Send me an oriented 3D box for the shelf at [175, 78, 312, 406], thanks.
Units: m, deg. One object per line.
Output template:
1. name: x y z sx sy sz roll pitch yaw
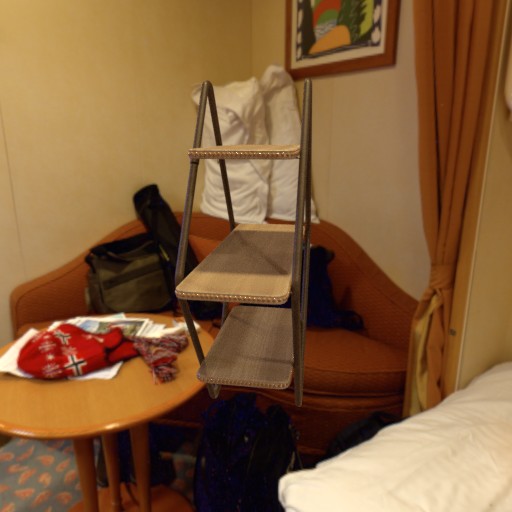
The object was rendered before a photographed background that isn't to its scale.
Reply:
1. shelf: 0.000 0.000 1.036 0.234 0.774 0.609 2 15 9
